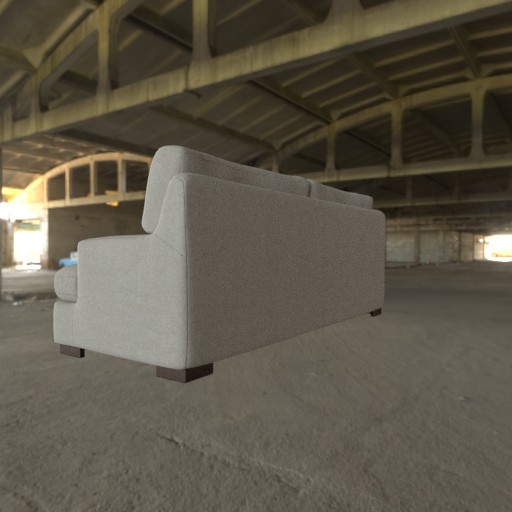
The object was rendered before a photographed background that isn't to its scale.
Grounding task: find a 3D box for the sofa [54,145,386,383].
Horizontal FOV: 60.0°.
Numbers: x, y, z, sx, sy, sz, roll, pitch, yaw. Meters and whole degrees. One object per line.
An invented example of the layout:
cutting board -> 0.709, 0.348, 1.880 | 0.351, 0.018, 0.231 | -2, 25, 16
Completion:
sofa -> 0.000, 0.000, 2.935 | 0.962, 0.980, 2.354 | 1, 1, 35
